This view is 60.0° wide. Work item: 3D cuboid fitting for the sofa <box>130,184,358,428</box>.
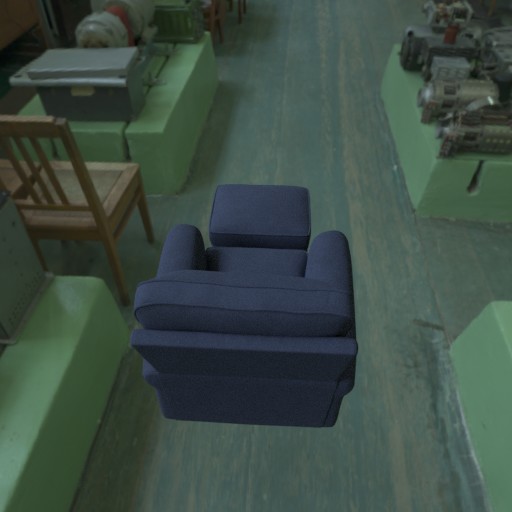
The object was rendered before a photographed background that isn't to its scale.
[{"bbox_3d":[0.000,0.000,2.062,0.880,0.959,1.478,2,45,2],"label":"sofa"}]
